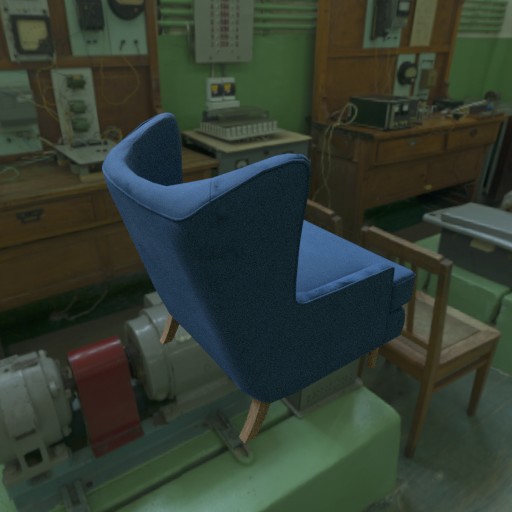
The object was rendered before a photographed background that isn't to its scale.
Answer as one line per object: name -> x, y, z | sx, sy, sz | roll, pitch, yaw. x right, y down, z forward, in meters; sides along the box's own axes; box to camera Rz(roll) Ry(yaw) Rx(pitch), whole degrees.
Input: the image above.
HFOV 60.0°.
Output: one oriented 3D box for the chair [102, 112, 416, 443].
chair -> 0.000, 0.000, 1.639 | 0.910, 0.952, 0.793 | -18, 32, -31
